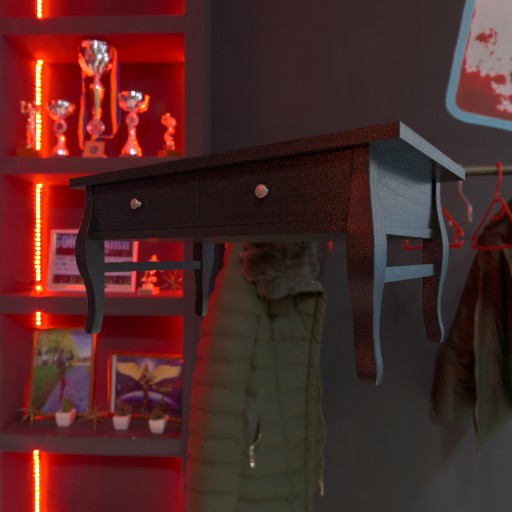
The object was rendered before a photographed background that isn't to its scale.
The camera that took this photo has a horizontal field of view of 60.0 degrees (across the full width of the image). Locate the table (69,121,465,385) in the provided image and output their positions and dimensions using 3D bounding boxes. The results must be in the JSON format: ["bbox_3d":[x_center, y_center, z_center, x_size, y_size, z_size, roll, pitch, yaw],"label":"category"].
[{"bbox_3d":[0.000,0.000,1.350,1.062,0.494,0.600,0,0,36],"label":"table"}]
